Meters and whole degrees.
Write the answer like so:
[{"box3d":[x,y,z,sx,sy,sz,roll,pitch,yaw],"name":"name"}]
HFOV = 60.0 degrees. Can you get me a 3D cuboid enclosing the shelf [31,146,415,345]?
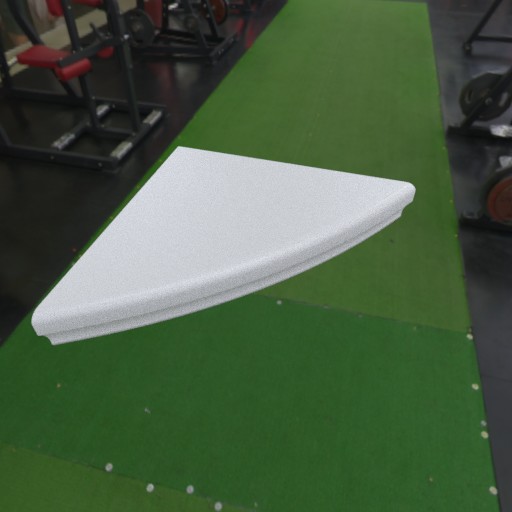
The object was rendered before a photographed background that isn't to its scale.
[{"box3d":[0.000,0.000,0.468,0.310,0.050,0.310,11,43,12],"name":"shelf"}]
